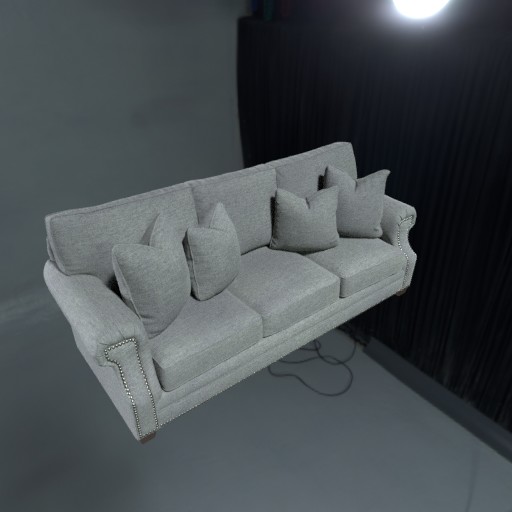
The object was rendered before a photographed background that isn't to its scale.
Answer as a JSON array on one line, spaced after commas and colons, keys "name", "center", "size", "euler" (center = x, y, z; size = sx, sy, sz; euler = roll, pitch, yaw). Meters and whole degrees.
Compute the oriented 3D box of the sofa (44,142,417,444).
[{"name": "sofa", "center": [0.000, 0.000, 2.775], "size": [2.312, 0.975, 0.965], "euler": [-21, 36, -32]}]
